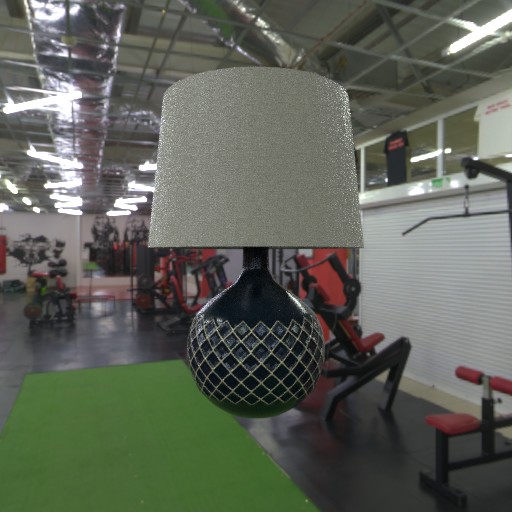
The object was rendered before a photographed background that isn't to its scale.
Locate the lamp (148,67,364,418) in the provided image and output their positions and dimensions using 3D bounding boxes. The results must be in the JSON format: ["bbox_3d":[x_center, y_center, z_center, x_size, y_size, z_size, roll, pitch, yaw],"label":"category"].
[{"bbox_3d":[0.000,0.000,0.793,0.376,0.540,0.376,0,0,0],"label":"lamp"}]
